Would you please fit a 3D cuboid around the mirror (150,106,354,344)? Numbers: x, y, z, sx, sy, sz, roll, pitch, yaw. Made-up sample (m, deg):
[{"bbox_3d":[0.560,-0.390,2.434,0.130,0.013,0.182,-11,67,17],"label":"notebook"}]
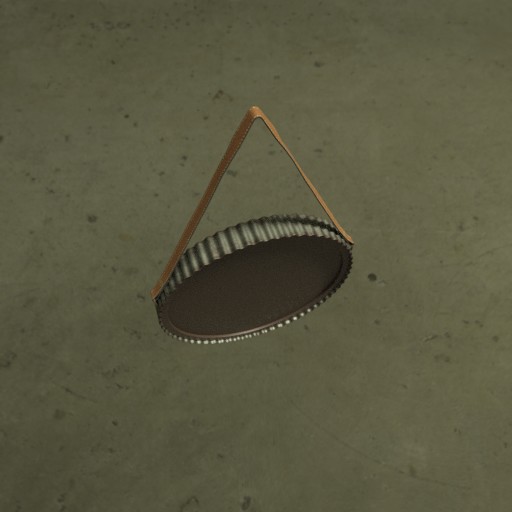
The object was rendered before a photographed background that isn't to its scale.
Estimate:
[{"bbox_3d":[0.000,0.000,0.701,0.355,0.568,0.042,-16,59,-10],"label":"mirror"}]
